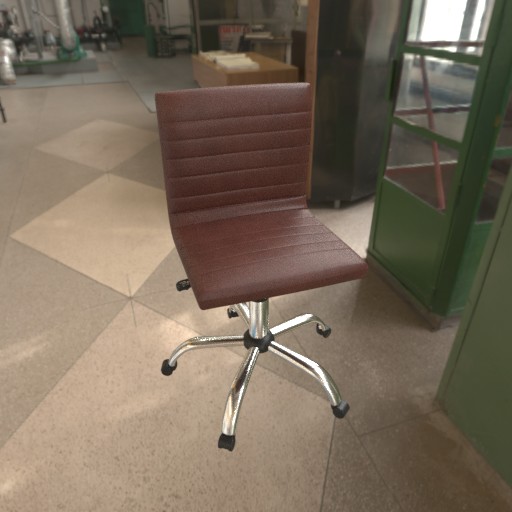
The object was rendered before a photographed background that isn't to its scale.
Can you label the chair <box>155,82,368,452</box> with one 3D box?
[{"bbox_3d":[0.000,0.000,1.142,0.556,0.780,0.530,-10,33,-16],"label":"chair"}]
